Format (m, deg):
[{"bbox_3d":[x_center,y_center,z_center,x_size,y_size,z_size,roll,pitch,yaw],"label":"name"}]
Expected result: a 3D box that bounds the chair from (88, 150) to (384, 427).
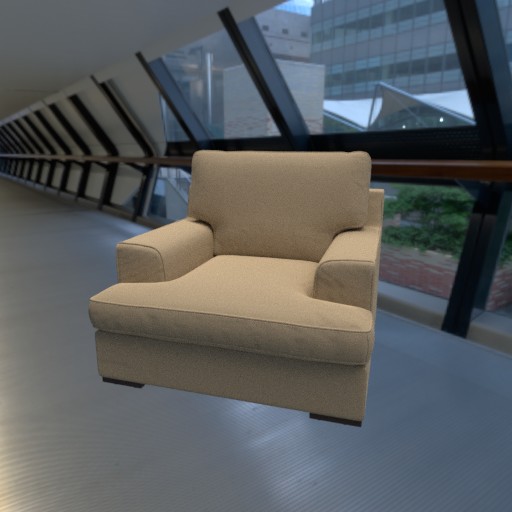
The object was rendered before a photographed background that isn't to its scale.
[{"bbox_3d":[0.000,0.000,2.189,1.293,1.005,1.274,2,14,9],"label":"chair"}]
